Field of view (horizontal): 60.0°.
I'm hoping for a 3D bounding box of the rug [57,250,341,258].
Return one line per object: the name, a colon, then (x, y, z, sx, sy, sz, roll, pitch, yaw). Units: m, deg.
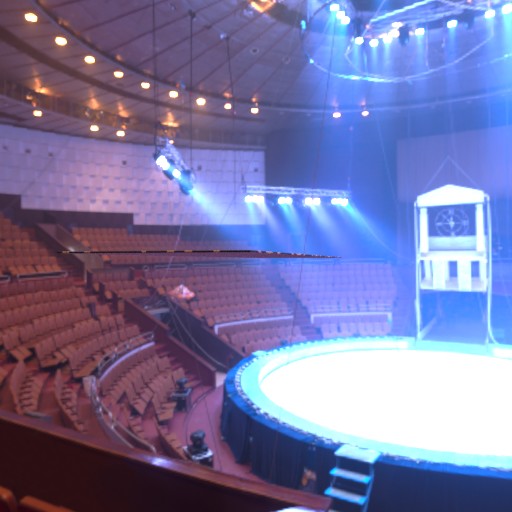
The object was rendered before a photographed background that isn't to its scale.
rug: (0.000, 0.000, 2.485, 0.685, 0.006, 2.296, 0, -1, 17)
